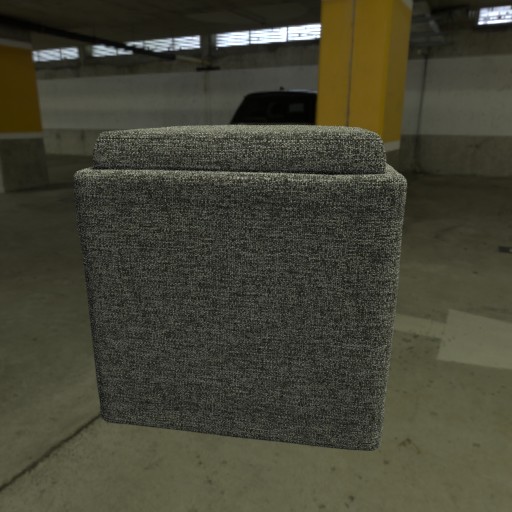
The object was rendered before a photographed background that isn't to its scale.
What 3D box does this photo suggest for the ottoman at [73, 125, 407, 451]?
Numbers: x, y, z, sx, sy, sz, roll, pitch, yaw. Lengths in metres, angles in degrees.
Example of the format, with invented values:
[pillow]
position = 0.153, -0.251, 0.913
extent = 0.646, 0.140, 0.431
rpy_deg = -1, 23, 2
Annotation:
[ottoman]
position = 0.000, 0.000, 0.819
extent = 0.450, 0.463, 0.450
rpy_deg = 3, 17, 9
